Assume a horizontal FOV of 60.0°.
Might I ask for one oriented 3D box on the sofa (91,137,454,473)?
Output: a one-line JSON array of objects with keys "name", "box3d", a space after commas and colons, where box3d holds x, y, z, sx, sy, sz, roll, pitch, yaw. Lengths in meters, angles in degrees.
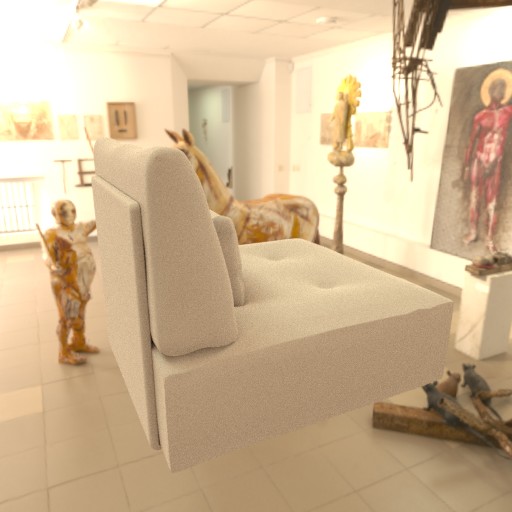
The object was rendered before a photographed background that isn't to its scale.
[{"name": "sofa", "box3d": [0.000, 0.000, 1.613, 1.000, 0.828, 0.935, -8, 18, -26]}]
